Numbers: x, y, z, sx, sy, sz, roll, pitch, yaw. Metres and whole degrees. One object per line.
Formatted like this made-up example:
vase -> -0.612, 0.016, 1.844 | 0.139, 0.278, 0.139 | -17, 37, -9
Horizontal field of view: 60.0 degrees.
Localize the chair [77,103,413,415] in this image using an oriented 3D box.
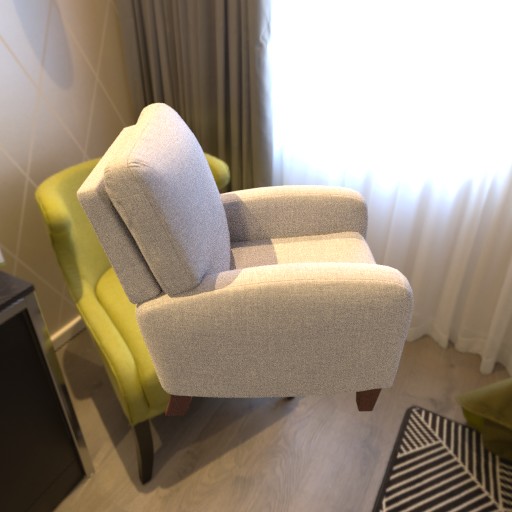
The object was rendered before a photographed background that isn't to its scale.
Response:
chair -> 0.000, 0.000, 1.668 | 0.990, 0.990, 0.762 | -1, 33, -1
